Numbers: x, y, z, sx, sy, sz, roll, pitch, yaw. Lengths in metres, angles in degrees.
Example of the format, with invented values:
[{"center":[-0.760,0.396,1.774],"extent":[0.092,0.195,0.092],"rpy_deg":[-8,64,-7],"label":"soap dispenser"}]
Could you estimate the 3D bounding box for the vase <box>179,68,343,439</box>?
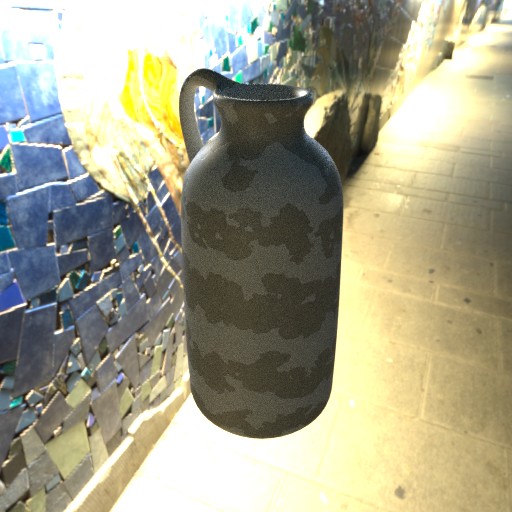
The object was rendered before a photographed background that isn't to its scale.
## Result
[{"center":[0.000,0.000,0.497],"extent":[0.203,0.382,0.186],"rpy_deg":[21,36,32],"label":"vase"}]
